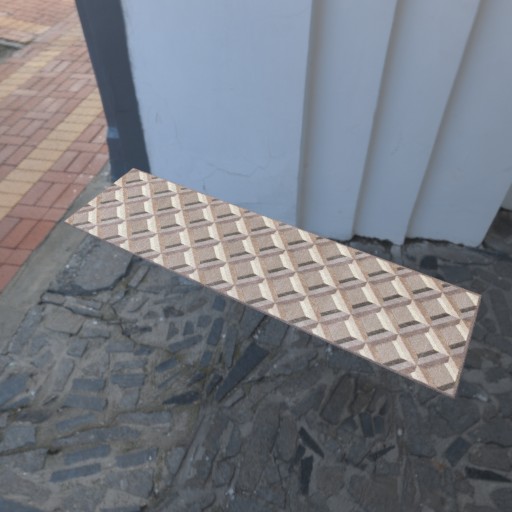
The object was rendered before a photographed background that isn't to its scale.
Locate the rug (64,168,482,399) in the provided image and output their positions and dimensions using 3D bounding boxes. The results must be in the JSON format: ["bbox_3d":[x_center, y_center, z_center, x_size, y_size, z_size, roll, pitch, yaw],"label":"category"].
[{"bbox_3d":[0.000,0.000,2.614,2.437,0.013,0.685,22,50,20],"label":"rug"}]
